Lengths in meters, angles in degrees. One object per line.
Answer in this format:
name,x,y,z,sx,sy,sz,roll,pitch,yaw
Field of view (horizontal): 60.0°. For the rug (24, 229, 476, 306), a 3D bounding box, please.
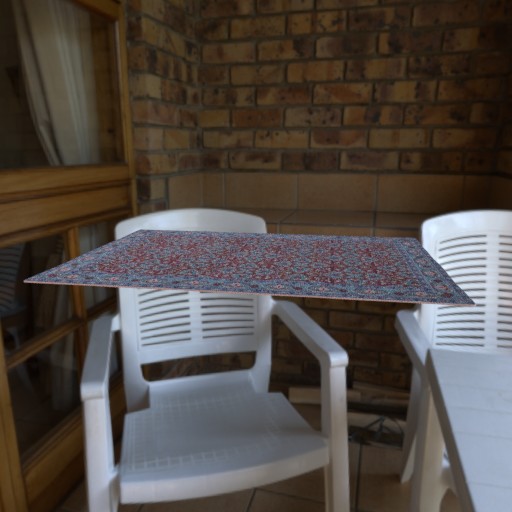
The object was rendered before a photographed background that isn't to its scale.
rug,0.000,0.000,2.336,1.829,0.009,1.219,2,14,9
